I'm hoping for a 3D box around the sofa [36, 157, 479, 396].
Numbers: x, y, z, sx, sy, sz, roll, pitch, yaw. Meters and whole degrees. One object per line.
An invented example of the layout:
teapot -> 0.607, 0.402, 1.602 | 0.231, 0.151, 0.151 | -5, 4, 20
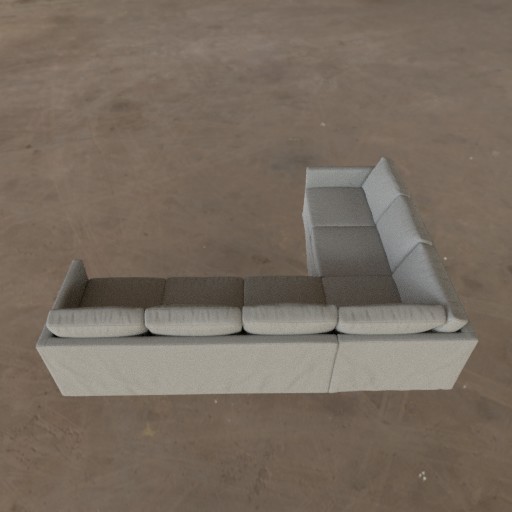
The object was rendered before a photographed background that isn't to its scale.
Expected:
sofa -> 0.000, 0.000, 4.210 | 3.182, 0.871, 2.432 | -1, 42, -1
